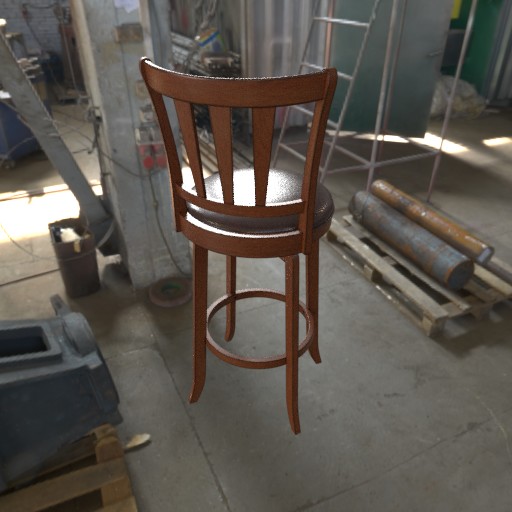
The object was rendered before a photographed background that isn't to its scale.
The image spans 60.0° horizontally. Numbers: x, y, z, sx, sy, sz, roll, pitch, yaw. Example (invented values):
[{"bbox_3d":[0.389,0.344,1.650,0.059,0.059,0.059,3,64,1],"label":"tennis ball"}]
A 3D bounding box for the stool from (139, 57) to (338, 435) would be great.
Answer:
[{"bbox_3d":[0.000,0.000,1.398,0.464,1.177,0.503,10,33,16],"label":"stool"}]
